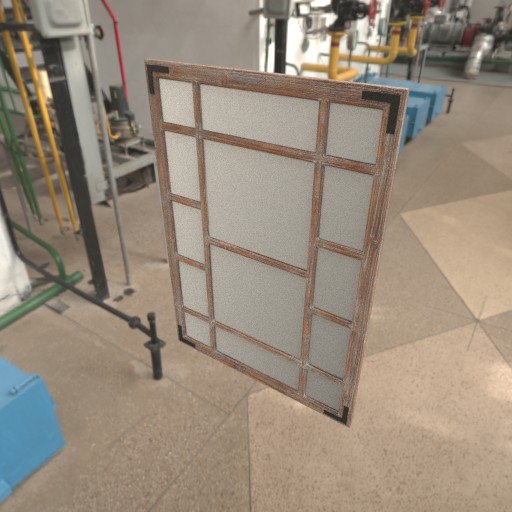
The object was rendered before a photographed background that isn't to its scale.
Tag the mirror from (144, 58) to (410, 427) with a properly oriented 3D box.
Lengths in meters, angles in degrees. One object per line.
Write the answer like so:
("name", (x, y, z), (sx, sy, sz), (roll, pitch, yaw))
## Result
("mirror", (0.000, 0.000, 1.278), (0.705, 0.996, 0.025), (19, 37, 28))
